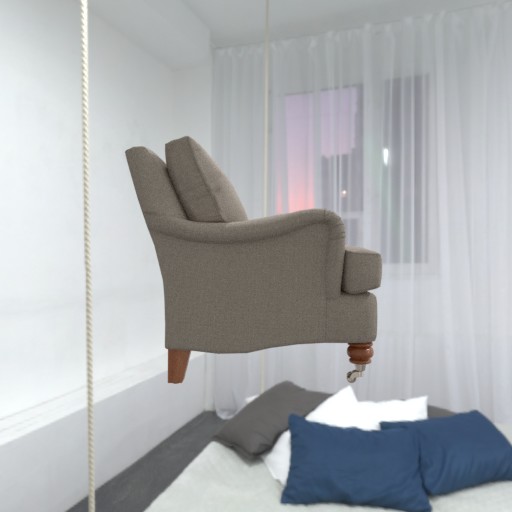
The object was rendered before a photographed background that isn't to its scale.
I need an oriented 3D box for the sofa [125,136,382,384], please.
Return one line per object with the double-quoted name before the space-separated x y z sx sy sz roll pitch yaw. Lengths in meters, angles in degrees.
"sofa" 0.000 0.000 2.859 1.087 1.054 2.160 0 1 0
